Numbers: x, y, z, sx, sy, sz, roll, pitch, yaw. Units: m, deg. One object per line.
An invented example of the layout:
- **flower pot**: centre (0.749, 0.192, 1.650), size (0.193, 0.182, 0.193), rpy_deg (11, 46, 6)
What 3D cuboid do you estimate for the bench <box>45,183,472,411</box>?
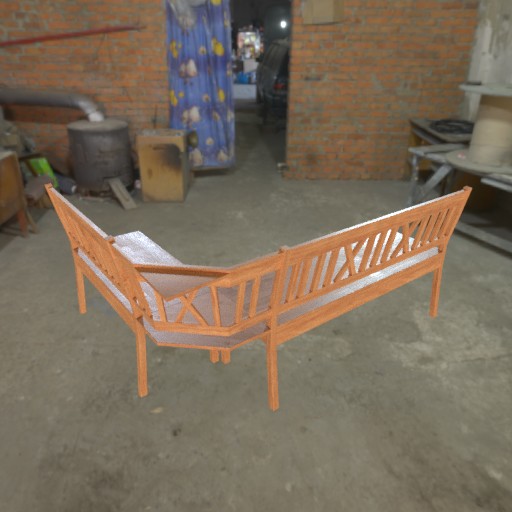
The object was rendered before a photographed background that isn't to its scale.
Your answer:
- **bench**: centre (0.000, 0.000, 2.755), size (1.937, 0.902, 1.537), rpy_deg (-18, 31, -33)
